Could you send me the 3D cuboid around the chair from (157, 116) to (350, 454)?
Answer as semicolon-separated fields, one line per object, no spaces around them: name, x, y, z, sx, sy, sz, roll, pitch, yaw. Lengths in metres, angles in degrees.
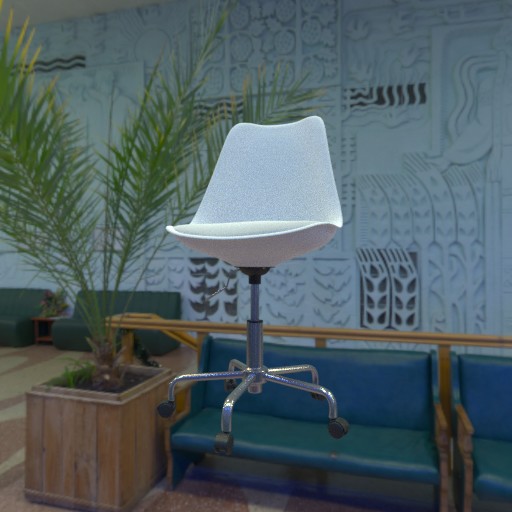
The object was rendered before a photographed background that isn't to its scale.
chair;0.000;0.000;1.285;0.550;0.930;0.550;0;0;18
